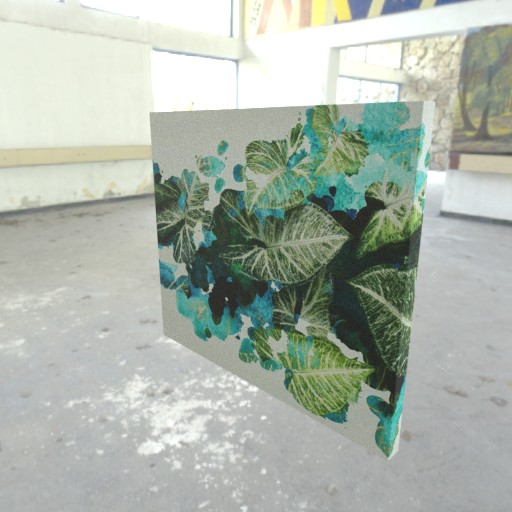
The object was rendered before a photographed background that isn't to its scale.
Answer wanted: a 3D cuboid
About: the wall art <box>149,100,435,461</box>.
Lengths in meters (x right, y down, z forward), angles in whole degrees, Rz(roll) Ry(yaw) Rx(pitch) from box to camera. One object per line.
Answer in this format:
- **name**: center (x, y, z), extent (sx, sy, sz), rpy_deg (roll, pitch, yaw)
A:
- **wall art**: center (0.000, 0.000, 0.963), extent (0.043, 0.610, 0.711), rpy_deg (-16, 22, -43)
